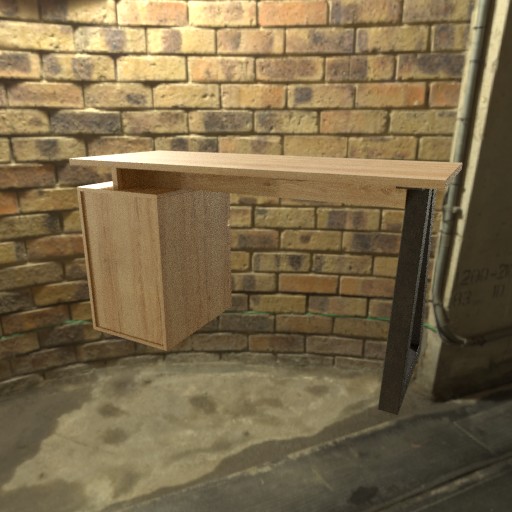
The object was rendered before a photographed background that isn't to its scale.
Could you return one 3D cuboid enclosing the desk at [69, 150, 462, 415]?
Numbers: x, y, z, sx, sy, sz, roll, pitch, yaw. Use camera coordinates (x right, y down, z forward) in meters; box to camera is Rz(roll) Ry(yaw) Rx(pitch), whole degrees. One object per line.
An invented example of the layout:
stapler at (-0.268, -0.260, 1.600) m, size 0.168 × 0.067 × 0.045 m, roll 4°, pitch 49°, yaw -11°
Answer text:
desk at (0.000, 0.000, 1.799) m, size 1.400 × 0.760 × 0.550 m, roll 9°, pitch 19°, yaw 27°
